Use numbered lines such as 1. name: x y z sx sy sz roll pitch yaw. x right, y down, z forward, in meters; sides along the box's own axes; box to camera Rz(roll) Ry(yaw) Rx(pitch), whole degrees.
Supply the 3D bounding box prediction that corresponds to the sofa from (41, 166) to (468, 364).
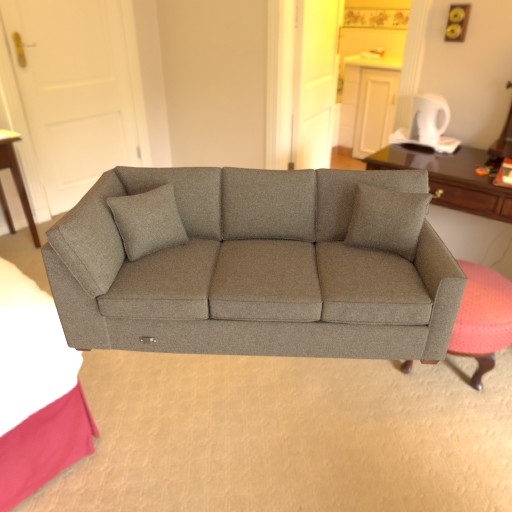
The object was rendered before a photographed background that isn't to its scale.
1. sofa: 0.000 0.000 2.888 2.317 0.962 1.061 1 30 2
